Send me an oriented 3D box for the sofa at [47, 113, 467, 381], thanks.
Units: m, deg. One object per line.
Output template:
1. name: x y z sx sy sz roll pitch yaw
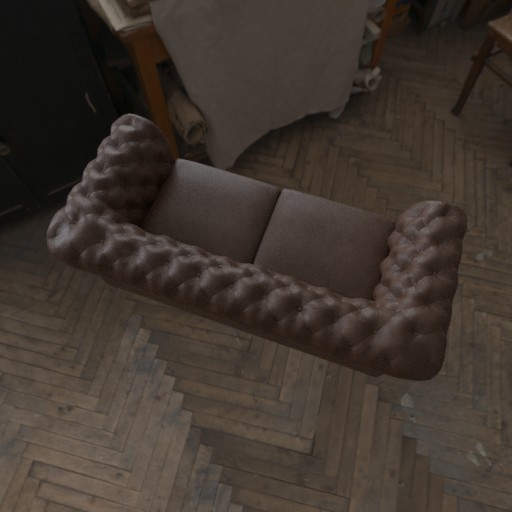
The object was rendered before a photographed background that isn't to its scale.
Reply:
1. sofa: 0.000 0.000 2.529 2.048 0.784 0.955 18 65 9
